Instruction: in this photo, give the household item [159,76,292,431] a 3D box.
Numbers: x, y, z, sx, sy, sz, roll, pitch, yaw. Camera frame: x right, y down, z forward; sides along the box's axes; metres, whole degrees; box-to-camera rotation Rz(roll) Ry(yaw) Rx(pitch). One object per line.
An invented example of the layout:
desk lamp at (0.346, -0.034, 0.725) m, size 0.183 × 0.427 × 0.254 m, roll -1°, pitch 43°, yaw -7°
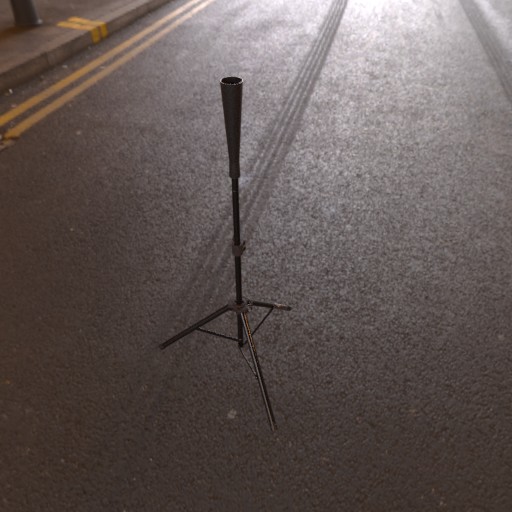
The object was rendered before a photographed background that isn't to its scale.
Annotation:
household item at (0.000, 0.000, 1.375) m, size 0.559 × 1.067 × 0.559 m, roll -26°, pitch 47°, yaw -27°
